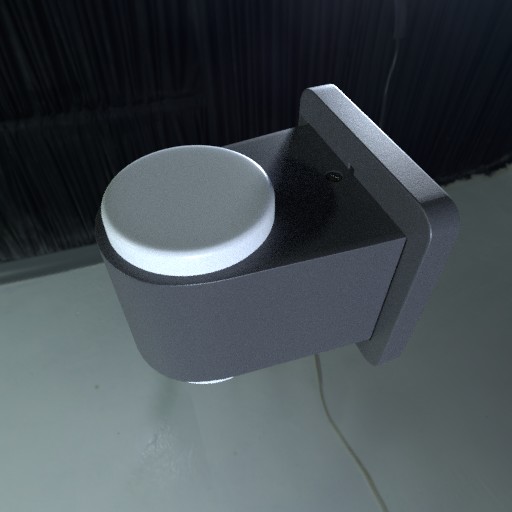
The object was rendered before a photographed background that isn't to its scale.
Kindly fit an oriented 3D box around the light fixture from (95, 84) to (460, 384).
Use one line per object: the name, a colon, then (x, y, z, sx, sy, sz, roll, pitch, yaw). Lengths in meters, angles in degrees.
light fixture: (0.000, 0.000, 0.213, 0.132, 0.109, 0.109, -16, 50, -14)
